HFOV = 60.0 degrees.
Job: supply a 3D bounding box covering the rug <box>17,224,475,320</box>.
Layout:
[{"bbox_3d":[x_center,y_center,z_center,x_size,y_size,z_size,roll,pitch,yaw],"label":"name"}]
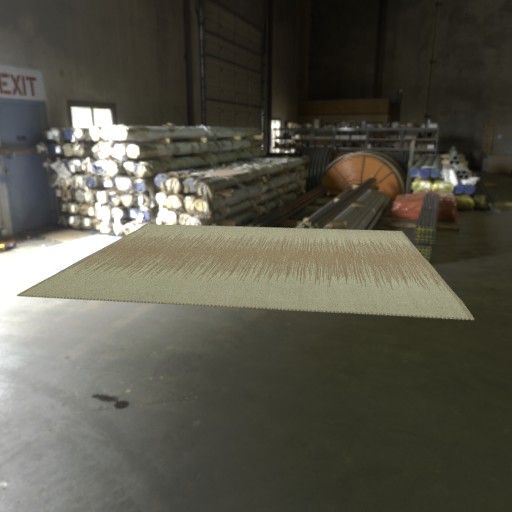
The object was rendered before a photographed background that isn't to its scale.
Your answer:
[{"bbox_3d":[0.000,0.000,4.053,3.048,0.013,2.438,2,16,7],"label":"rug"}]
